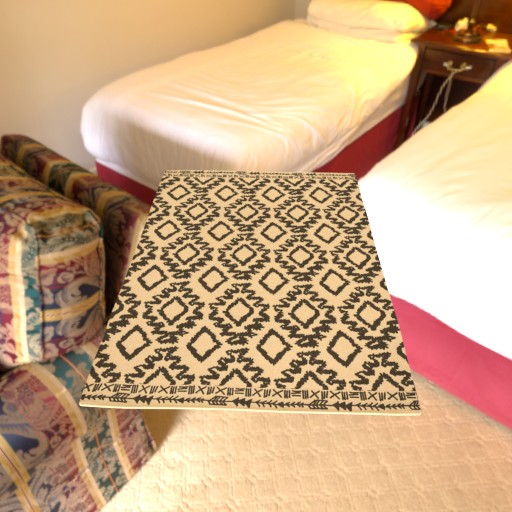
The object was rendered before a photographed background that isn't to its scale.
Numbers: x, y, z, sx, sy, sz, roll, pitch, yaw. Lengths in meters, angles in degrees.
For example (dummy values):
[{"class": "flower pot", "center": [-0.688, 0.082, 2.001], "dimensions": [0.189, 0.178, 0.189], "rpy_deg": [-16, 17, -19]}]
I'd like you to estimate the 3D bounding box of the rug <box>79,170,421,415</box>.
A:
[{"class": "rug", "center": [0.000, 0.000, 4.394], "dimensions": [2.444, 0.036, 3.369], "rpy_deg": [1, 40, 1]}]
